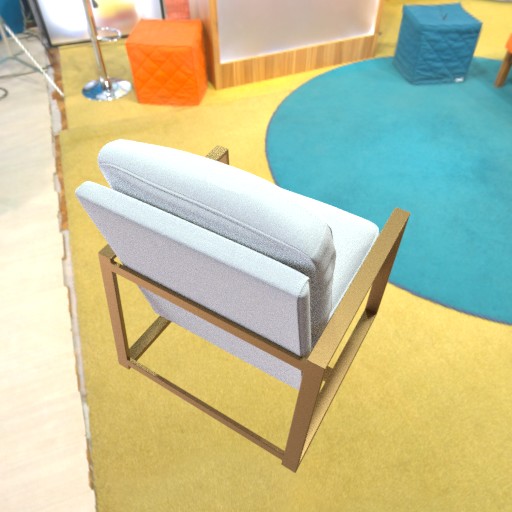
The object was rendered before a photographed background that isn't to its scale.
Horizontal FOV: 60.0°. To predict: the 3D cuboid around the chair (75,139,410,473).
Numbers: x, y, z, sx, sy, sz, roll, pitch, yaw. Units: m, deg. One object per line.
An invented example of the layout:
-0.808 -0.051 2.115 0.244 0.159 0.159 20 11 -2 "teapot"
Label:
0.000 0.000 1.530 0.805 0.966 0.813 24 51 21 "chair"
